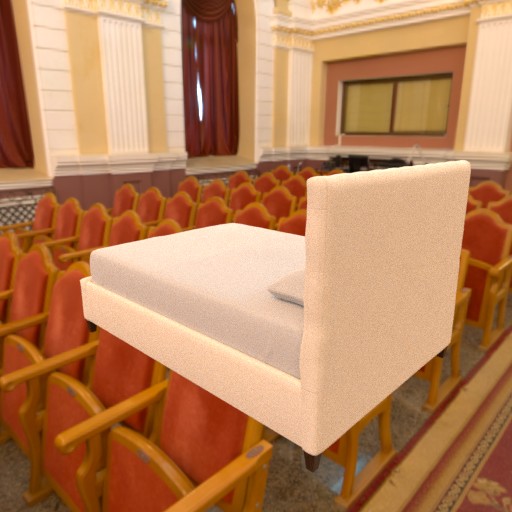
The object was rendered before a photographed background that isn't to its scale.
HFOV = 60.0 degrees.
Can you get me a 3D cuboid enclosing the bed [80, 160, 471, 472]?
[{"bbox_3d":[0.000,0.000,3.318,2.387,1.427,1.698,14,21,42],"label":"bed"}]
